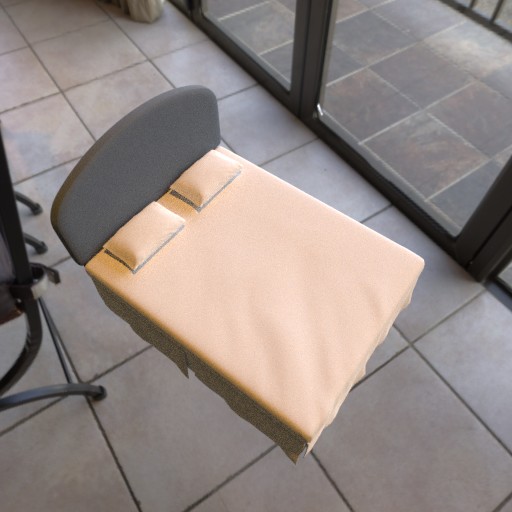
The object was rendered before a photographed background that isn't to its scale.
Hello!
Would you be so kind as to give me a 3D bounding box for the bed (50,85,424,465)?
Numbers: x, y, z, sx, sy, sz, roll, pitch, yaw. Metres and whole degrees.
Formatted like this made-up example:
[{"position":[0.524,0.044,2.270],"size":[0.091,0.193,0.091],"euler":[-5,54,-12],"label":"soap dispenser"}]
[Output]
[{"position":[0.000,0.000,3.011],"size":[2.005,1.410,1.607],"euler":[32,63,19],"label":"bed"}]
